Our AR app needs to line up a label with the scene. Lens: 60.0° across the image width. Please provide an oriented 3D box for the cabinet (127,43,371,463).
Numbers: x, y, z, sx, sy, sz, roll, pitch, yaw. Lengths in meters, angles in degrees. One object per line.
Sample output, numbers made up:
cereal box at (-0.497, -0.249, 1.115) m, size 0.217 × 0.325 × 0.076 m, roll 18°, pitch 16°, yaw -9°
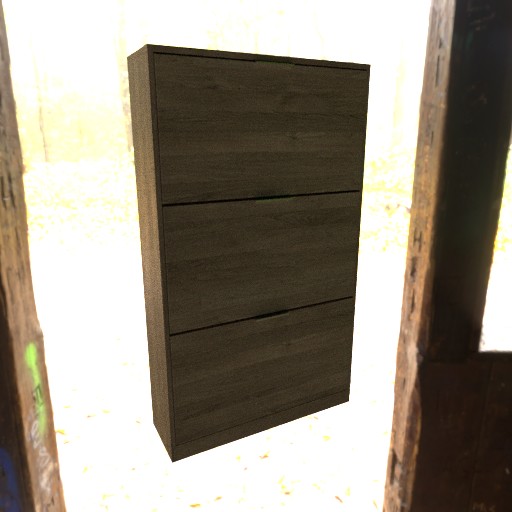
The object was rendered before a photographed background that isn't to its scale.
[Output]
cabinet at (0.000, 0.000, 1.568) m, size 0.750 × 1.280 × 0.250 m, roll -8°, pitch 17°, yaw -27°
